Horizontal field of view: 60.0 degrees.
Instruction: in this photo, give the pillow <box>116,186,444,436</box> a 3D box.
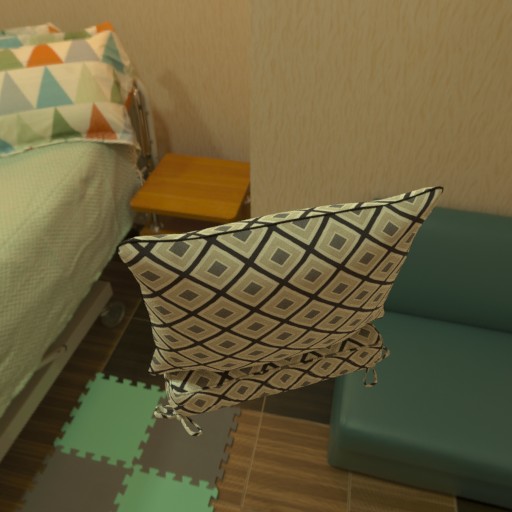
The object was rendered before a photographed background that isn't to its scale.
[{"bbox_3d":[0.000,0.000,1.402,0.798,0.722,0.733,-11,42,-13],"label":"pillow"}]
